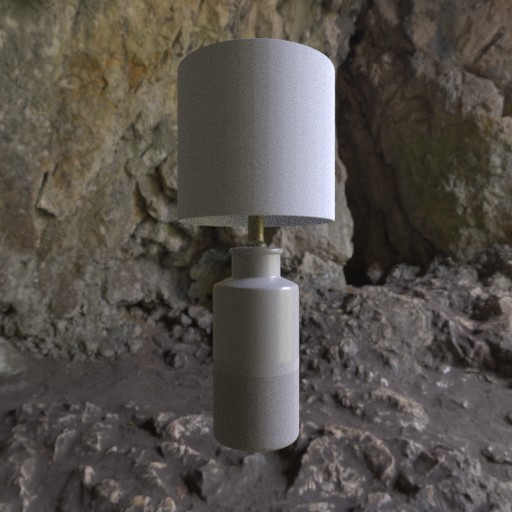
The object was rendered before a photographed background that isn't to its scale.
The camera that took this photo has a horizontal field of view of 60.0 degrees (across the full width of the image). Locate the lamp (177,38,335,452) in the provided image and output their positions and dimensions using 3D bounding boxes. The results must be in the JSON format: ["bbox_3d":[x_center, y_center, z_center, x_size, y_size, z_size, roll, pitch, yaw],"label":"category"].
[{"bbox_3d":[0.000,0.000,0.607,0.212,0.493,0.212,0,0,-35],"label":"lamp"}]
